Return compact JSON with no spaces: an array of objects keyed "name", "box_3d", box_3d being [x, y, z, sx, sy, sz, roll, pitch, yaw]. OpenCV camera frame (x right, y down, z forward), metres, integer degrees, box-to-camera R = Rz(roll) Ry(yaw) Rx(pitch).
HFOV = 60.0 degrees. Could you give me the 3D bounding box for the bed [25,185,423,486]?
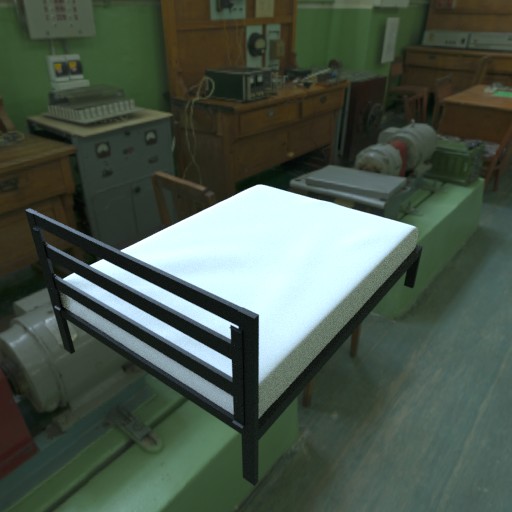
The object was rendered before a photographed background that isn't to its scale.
[{"name":"bed","box_3d":[0.000,0.000,2.889,1.524,0.967,2.062,21,36,31]}]
